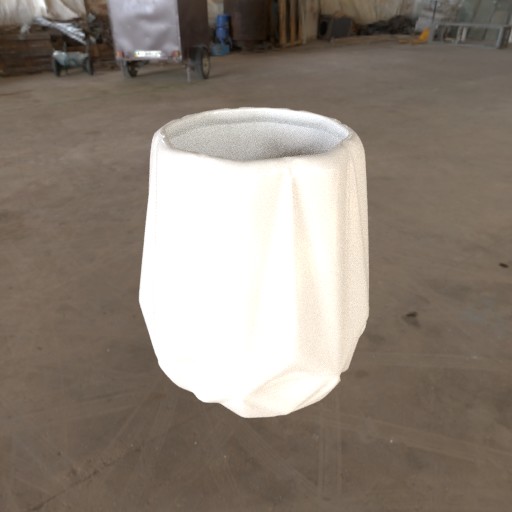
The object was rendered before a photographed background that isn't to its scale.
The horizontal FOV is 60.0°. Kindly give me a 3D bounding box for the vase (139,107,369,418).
[{"bbox_3d":[0.000,0.000,0.265,0.141,0.152,0.141,0,31,0],"label":"vase"}]
